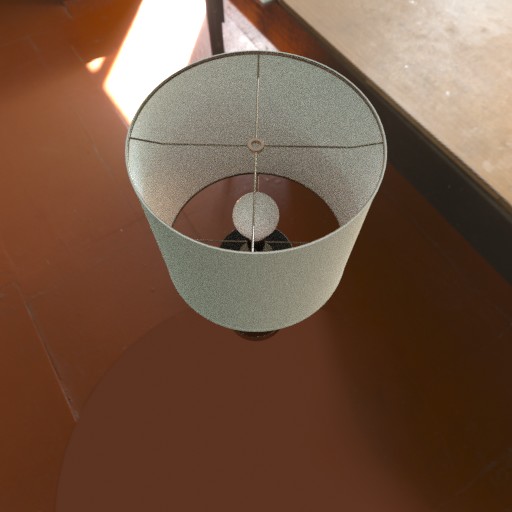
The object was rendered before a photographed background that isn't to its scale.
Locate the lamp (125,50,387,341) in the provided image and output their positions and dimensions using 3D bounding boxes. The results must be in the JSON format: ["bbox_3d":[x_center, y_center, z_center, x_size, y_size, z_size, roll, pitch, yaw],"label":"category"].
[{"bbox_3d":[0.000,0.000,0.625,0.240,0.482,0.241,1,63,1],"label":"lamp"}]
